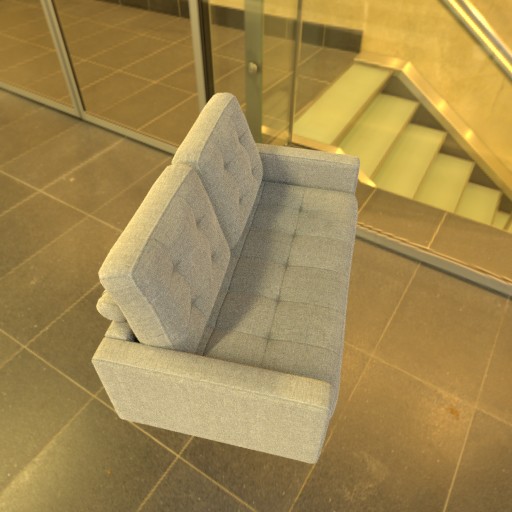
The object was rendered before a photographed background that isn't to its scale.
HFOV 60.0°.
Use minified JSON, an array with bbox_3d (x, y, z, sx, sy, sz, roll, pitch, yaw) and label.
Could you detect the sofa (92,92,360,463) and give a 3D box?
[{"bbox_3d":[0.000,0.000,1.928,0.842,0.907,1.407,9,46,9],"label":"sofa"}]
